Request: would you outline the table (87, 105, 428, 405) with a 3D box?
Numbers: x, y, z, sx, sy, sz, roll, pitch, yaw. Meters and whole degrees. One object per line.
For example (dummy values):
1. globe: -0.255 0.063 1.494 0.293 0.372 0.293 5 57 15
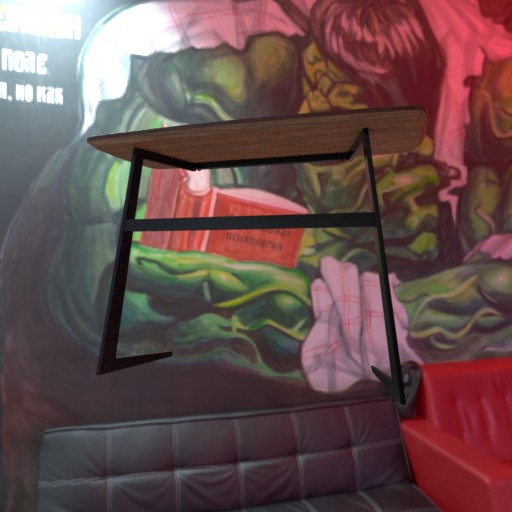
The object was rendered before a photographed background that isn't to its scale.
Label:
1. table: 0.000 0.000 1.112 0.804 0.576 0.361 0 0 18
